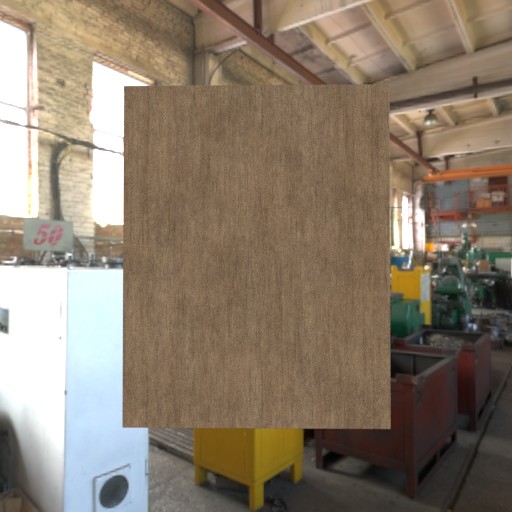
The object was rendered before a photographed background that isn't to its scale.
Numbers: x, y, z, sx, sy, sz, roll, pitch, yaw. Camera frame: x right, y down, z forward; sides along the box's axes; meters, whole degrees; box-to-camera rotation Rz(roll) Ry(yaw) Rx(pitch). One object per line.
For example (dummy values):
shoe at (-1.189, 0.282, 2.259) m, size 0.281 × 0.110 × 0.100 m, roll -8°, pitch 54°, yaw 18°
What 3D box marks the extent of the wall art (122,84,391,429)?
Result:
wall art at (0.000, 0.000, 0.894) m, size 0.534 × 0.686 × 0.018 m, roll 0°, pitch -1°, yaw 1°
